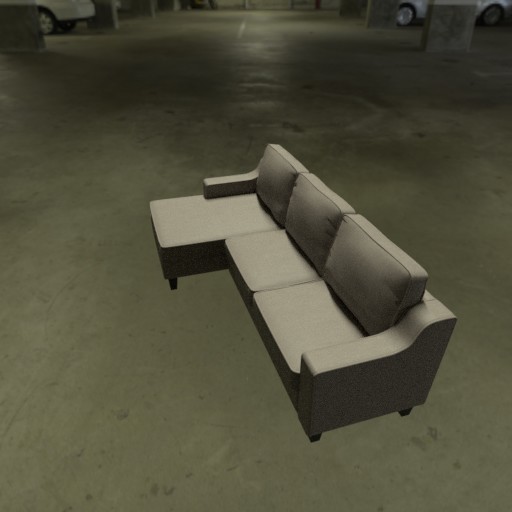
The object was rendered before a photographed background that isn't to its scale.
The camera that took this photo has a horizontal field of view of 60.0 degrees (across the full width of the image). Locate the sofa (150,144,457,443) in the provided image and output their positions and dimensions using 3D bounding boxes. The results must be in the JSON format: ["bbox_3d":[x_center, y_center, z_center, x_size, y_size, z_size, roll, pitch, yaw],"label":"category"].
[{"bbox_3d":[0.000,0.000,3.193,1.294,0.928,2.561,-9,33,-15],"label":"sofa"}]
